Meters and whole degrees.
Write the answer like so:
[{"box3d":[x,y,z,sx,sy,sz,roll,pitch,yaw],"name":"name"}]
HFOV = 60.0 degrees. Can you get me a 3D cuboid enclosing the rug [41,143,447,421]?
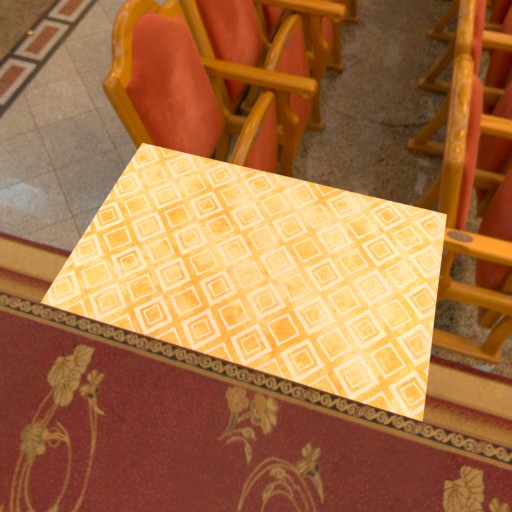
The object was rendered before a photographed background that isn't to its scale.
[{"box3d":[0.000,0.000,3.031,2.424,0.010,1.511,15,59,9],"name":"rug"}]
